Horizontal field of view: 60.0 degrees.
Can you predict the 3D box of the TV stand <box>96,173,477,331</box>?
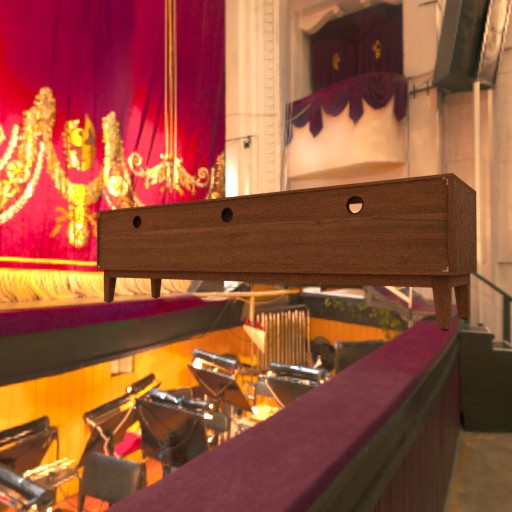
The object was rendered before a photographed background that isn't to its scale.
[{"bbox_3d":[0.000,0.000,1.703,1.482,0.409,0.366,-1,-1,35],"label":"TV stand"}]
